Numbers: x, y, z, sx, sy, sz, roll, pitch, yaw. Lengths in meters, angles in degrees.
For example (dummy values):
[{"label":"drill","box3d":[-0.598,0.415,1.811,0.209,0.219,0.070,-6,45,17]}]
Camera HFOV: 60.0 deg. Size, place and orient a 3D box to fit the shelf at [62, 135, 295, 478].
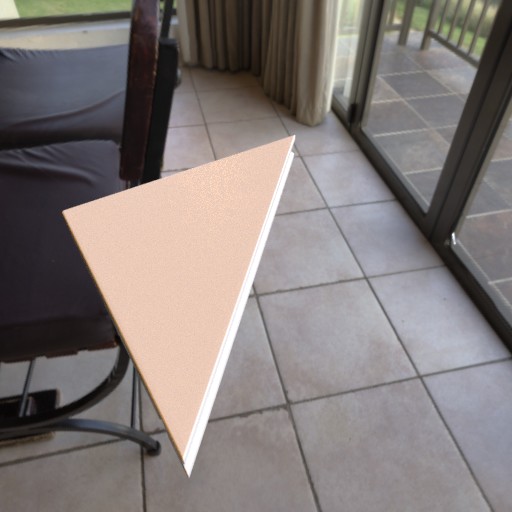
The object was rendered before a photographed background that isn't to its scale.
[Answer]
[{"label":"shelf","box3d":[0.000,0.000,0.441,0.296,0.035,0.296,-24,50,-21]}]
